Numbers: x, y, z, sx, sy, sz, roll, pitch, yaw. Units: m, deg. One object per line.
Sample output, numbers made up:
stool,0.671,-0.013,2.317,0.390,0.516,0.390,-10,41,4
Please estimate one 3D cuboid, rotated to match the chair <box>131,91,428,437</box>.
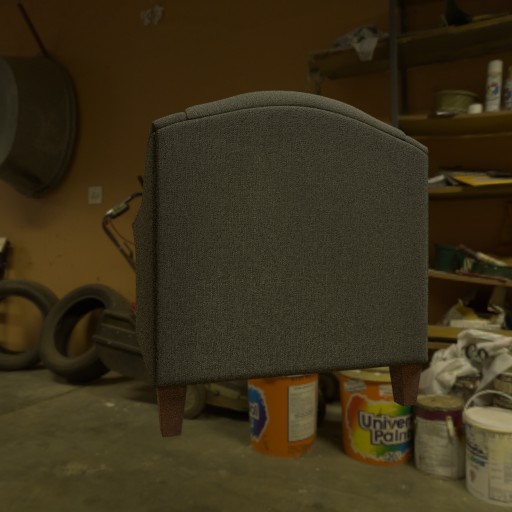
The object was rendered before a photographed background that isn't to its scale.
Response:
chair,0.000,0.000,1.466,0.763,0.839,0.787,0,0,-19
